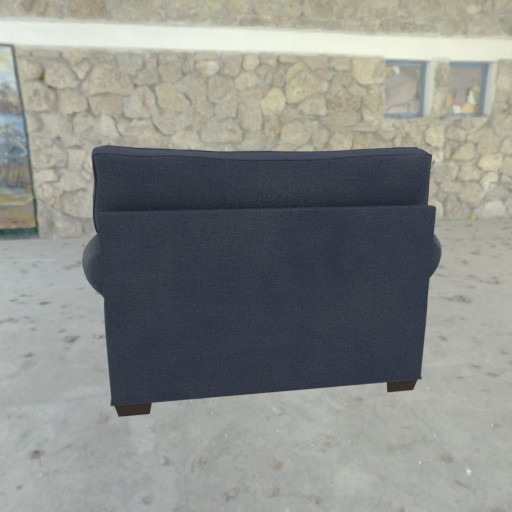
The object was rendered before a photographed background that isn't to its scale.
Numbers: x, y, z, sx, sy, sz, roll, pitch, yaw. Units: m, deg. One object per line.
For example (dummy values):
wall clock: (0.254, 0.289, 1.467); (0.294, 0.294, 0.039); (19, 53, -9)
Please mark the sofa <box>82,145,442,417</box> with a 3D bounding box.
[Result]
sofa: (0.000, 0.000, 2.082); (1.405, 1.004, 0.938); (-2, 14, -9)
